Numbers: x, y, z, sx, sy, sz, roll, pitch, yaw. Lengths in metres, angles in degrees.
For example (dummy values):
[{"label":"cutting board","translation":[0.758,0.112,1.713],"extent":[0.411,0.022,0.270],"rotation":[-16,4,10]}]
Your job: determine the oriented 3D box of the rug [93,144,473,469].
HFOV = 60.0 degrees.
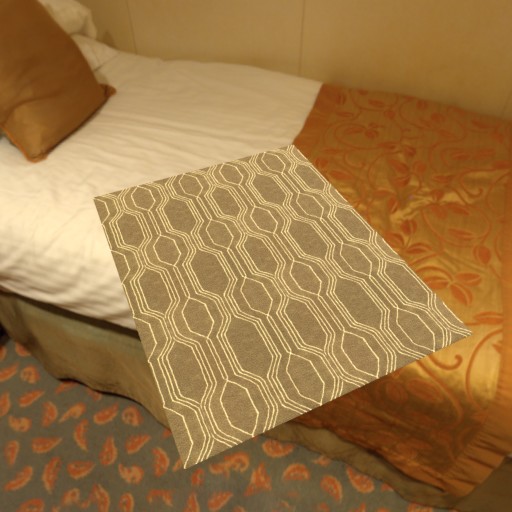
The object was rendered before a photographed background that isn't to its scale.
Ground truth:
[{"label":"rug","translation":[0.000,0.000,4.186],"extent":[2.457,0.012,3.062],"rotation":[-19,49,-17]}]
